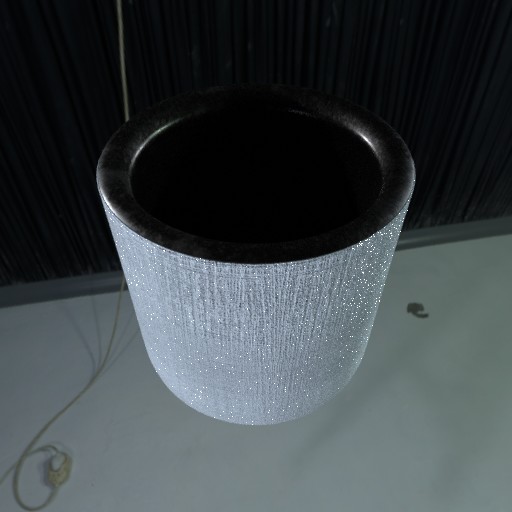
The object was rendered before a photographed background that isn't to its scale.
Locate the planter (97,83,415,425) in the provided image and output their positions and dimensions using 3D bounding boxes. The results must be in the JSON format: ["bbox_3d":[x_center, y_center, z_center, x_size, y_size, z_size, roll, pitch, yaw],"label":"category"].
[{"bbox_3d":[0.000,0.000,0.279,0.160,0.156,0.160,0,46,0],"label":"planter"}]
